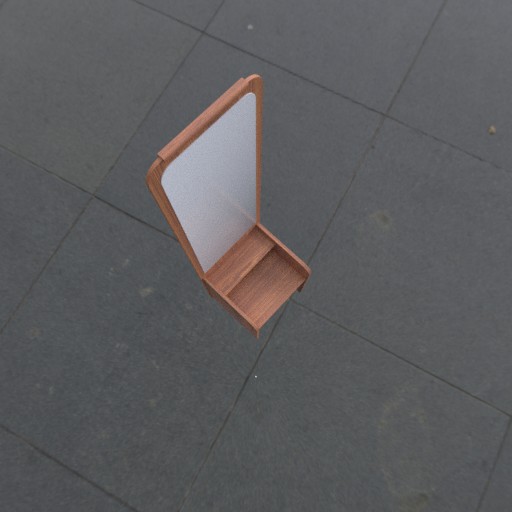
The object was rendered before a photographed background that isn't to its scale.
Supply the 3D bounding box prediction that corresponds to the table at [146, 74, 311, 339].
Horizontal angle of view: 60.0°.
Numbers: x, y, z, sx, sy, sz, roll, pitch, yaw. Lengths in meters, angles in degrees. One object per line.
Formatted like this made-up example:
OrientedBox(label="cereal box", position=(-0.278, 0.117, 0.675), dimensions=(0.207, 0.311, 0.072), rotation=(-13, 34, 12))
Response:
OrientedBox(label="table", position=(0.000, 0.000, 2.016), dimensions=(0.420, 1.830, 0.450), rotation=(42, 79, 10))
